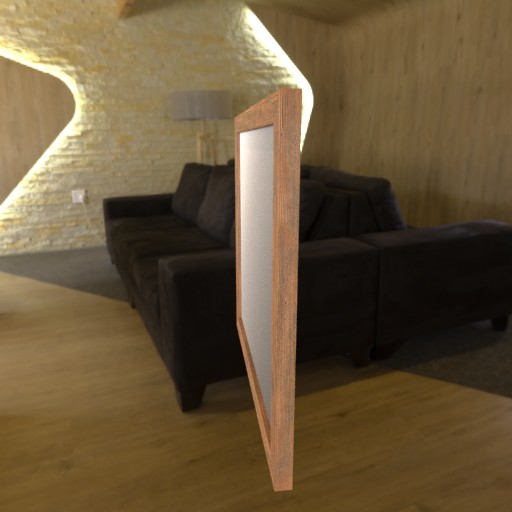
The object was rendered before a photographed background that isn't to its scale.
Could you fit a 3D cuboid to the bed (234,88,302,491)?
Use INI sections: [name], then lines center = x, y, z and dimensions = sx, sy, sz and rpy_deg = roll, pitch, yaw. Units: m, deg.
[bed]
center = 0.000, 0.000, 1.487
dimensions = 0.046, 0.942, 1.046
rpy_deg = -2, 14, -7
